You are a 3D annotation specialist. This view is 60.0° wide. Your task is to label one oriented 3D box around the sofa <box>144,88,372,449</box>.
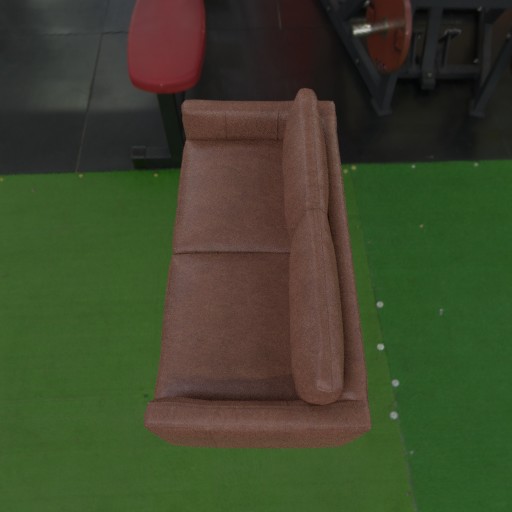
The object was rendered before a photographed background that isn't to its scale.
[{"bbox_3d":[0.000,0.000,2.285,0.899,0.883,1.797,0,61,0],"label":"sofa"}]
